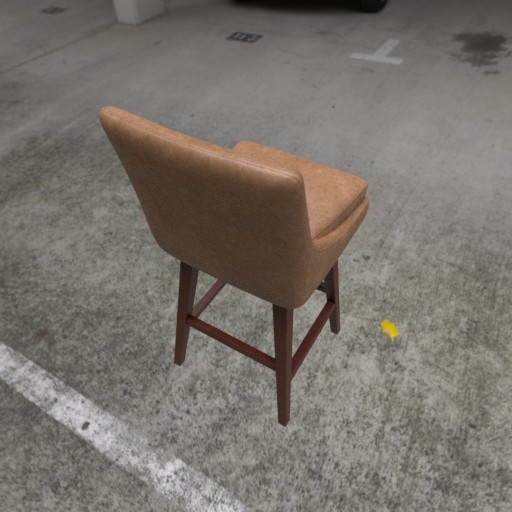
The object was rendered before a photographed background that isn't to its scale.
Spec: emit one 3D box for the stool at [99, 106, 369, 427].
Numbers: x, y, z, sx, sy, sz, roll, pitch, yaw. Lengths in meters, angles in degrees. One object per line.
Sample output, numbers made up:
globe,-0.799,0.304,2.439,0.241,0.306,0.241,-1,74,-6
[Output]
stool,0.000,0.000,1.352,0.487,1.079,0.572,23,51,21
